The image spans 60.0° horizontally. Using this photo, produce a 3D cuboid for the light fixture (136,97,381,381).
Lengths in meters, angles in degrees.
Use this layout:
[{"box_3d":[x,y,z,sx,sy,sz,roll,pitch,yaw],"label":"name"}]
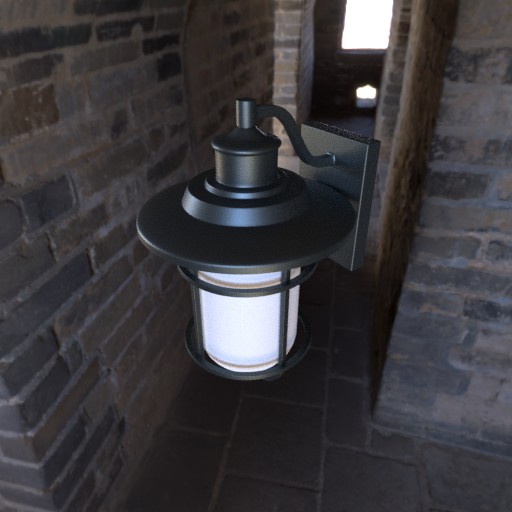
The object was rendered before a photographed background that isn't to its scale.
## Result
[{"box_3d":[0.000,0.000,0.503,0.252,0.345,0.222,-20,37,-30],"label":"light fixture"}]
